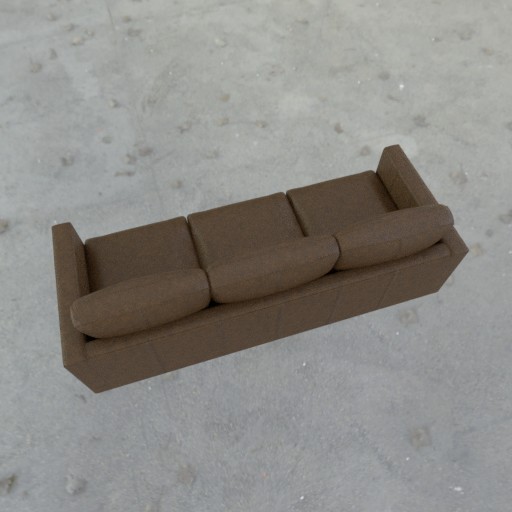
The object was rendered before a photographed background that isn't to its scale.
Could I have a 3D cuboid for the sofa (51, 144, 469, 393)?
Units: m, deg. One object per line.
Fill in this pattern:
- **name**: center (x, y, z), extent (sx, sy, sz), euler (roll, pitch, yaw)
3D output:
- **sofa**: center (0.000, 0.000, 2.717), extent (2.231, 0.930, 0.903), euler (-15, 60, -9)
